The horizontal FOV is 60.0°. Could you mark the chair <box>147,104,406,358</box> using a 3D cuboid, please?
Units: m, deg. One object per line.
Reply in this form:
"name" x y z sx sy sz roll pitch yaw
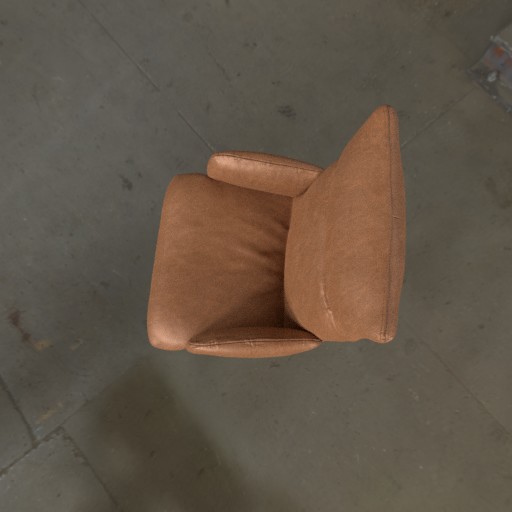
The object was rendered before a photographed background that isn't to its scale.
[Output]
"chair" 0.000 0.000 1.568 0.794 1.027 0.711 5 76 1
